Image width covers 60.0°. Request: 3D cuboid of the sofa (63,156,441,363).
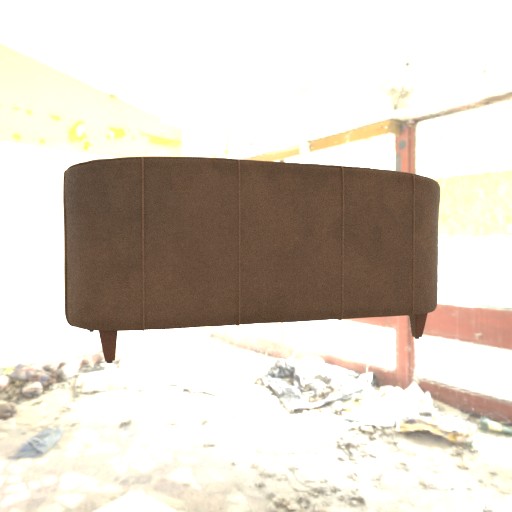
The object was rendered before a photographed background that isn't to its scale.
[{"bbox_3d":[0.000,0.000,2.238,1.767,0.799,0.917,0,1,-18],"label":"sofa"}]
